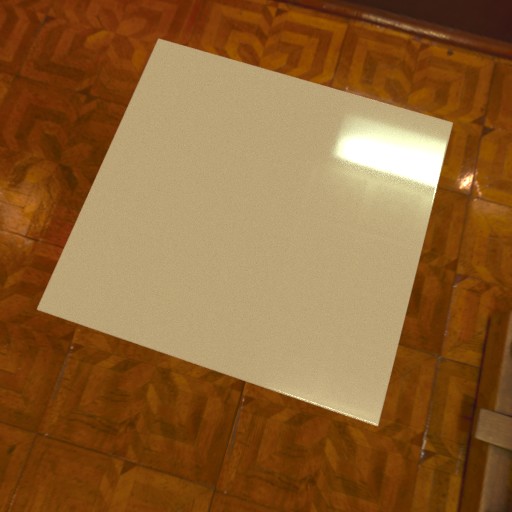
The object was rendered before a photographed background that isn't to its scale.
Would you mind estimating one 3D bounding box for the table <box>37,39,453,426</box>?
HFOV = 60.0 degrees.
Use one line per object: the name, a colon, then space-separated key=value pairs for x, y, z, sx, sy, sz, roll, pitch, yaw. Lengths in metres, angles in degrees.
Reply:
table: x=0.000 y=0.000 z=0.787 sx=0.420 sy=0.470 sz=0.400 roll=18 pitch=77 yaw=4
